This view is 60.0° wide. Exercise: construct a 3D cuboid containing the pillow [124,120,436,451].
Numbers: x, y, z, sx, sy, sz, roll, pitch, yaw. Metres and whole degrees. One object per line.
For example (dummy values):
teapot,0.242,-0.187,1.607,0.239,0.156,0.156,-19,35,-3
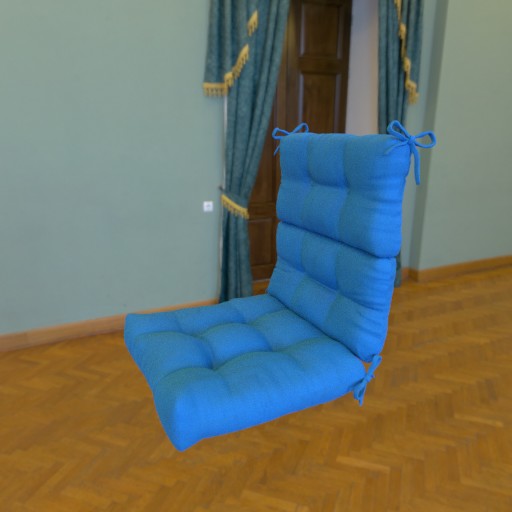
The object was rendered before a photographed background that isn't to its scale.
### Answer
pillow,0.000,0.000,1.038,0.571,0.605,0.519,-8,18,-25
